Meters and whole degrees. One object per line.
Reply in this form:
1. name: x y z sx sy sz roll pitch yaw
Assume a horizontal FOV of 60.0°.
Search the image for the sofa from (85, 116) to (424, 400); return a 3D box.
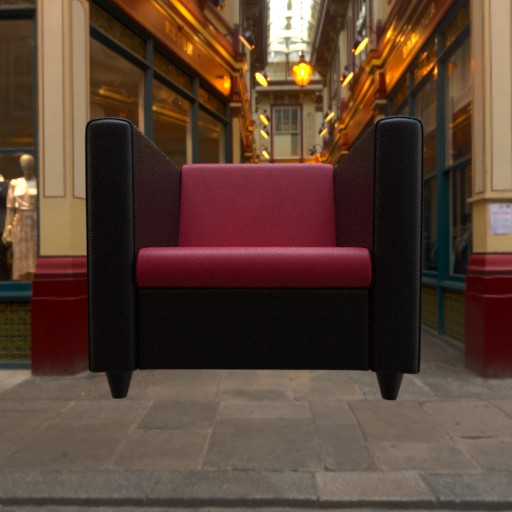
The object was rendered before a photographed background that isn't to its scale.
1. sofa: 0.000 0.000 1.485 0.839 0.724 0.809 0 1 1
